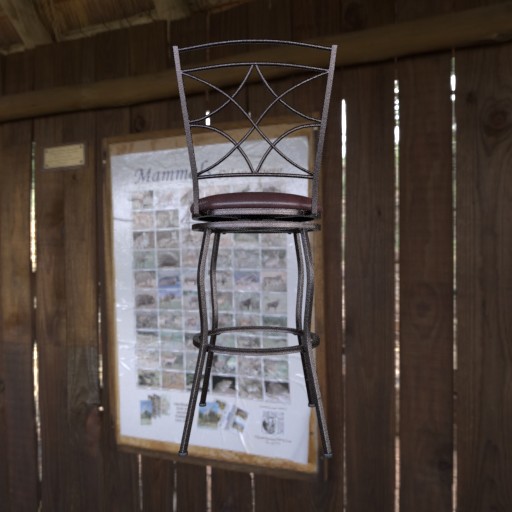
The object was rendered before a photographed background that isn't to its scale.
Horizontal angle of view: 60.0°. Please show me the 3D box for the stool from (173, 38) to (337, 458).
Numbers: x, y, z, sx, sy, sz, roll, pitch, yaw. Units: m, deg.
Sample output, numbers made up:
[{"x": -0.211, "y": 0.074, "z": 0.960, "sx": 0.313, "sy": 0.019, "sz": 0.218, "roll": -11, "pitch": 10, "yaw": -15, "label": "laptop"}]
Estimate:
[{"x": 0.000, "y": 0.000, "z": 1.390, "sx": 0.434, "sy": 1.117, "sz": 0.534, "roll": 0, "pitch": 0, "yaw": 1, "label": "stool"}]
